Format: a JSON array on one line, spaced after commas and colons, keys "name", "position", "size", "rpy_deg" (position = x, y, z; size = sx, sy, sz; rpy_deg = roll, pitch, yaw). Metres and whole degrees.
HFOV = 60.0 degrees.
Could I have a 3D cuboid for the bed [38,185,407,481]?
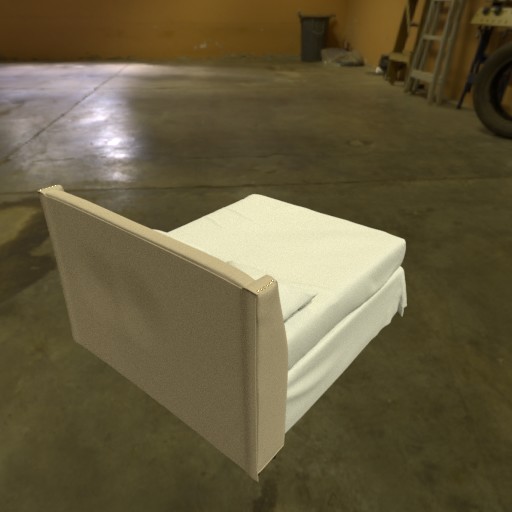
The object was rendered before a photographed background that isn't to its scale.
[{"name": "bed", "position": [0.000, 0.000, 3.462], "size": [1.925, 1.332, 2.276], "rpy_deg": [22, 36, 34]}]
